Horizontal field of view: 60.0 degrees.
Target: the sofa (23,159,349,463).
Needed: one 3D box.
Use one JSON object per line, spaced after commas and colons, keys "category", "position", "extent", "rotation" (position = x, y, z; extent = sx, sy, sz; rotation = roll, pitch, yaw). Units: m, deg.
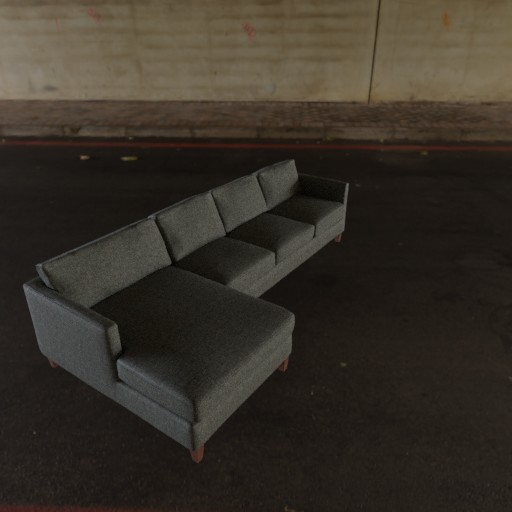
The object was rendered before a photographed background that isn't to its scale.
{"category": "sofa", "position": [0.000, 0.000, 4.056], "extent": [1.635, 0.960, 3.485], "rotation": [18, 32, 31]}
